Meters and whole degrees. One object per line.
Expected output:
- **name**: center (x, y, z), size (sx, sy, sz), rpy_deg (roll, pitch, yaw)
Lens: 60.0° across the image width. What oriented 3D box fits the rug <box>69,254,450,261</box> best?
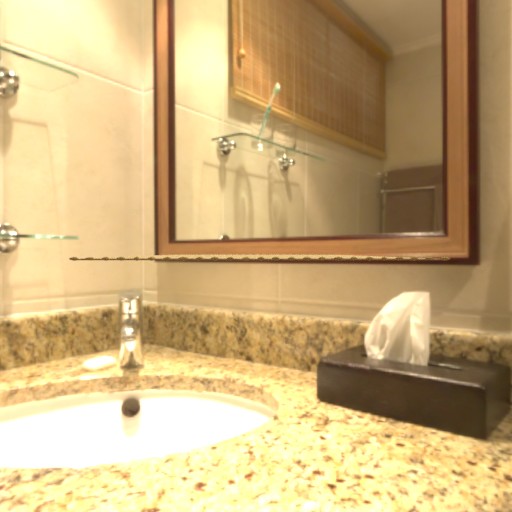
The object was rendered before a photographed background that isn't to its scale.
- **rug**: center (0.000, 0.000, 2.990), size (1.540, 0.018, 2.435), rpy_deg (0, 1, -1)
